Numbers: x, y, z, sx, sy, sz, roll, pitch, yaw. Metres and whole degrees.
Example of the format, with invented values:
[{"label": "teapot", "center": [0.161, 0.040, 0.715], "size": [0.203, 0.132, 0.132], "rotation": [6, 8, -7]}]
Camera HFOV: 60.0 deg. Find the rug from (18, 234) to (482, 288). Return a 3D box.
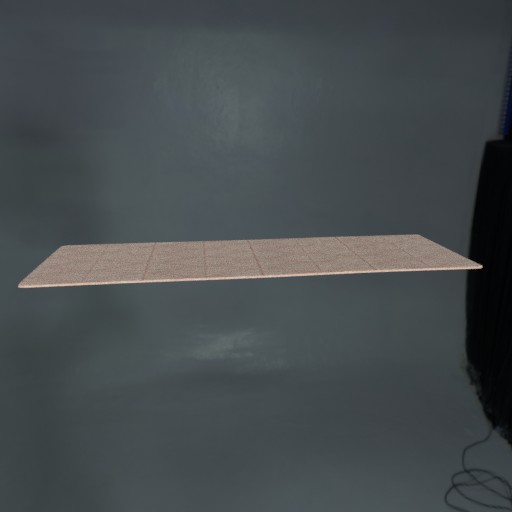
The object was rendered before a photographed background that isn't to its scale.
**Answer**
[{"label": "rug", "center": [0.000, 0.000, 2.649], "size": [2.435, 0.015, 0.760], "rotation": [-2, 16, -7]}]
